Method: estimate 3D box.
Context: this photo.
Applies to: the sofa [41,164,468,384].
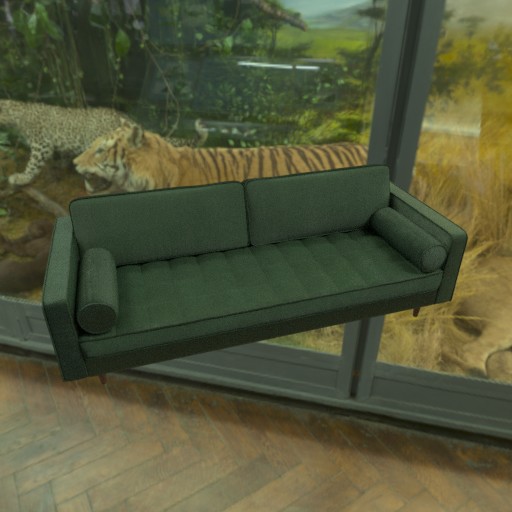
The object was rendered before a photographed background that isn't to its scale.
[{"bbox_3d":[0.000,0.000,2.599,2.199,0.769,0.918,-9,32,-15],"label":"sofa"}]
